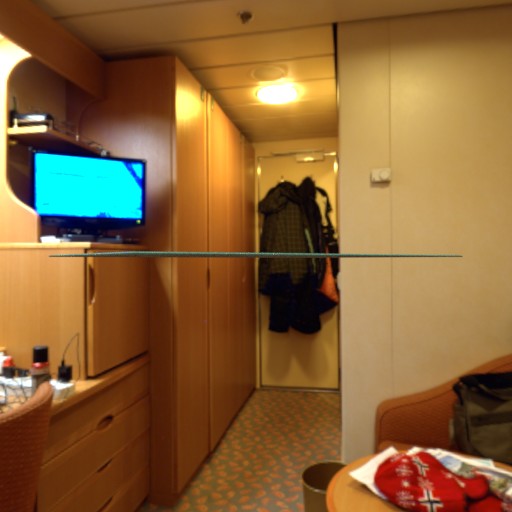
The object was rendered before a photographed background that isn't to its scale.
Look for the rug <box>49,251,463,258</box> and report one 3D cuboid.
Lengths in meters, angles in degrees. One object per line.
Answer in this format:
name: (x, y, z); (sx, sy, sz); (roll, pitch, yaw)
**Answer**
rug: (0.000, 0.000, 2.883); (2.205, 0.012, 1.554); (0, -1, -35)
